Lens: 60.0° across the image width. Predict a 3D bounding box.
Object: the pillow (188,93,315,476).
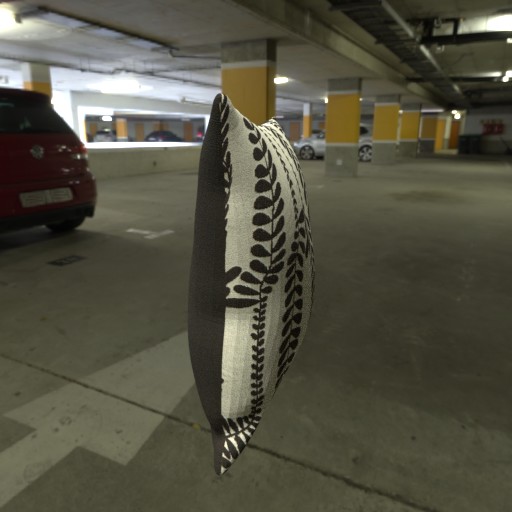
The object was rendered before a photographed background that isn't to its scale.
[{"bbox_3d":[0.000,0.000,0.686,0.182,0.441,0.440,3,15,9],"label":"pillow"}]
